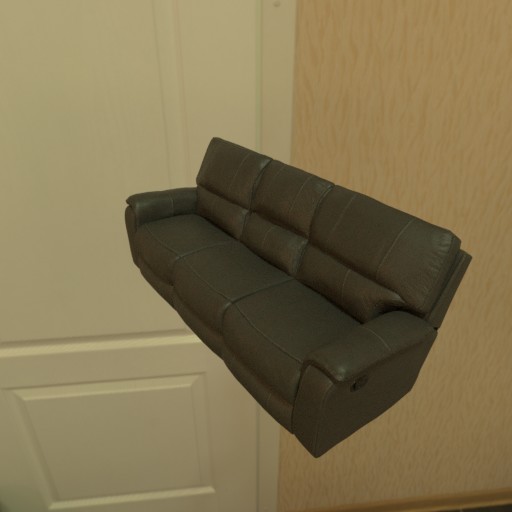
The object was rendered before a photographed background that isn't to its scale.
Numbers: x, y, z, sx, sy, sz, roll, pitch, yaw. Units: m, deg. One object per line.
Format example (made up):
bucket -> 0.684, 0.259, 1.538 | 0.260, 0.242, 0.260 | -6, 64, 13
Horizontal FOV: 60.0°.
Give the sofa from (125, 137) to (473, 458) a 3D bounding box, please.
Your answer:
sofa -> 0.000, 0.000, 3.200 | 1.104, 1.134, 2.627 | -19, 35, -30
